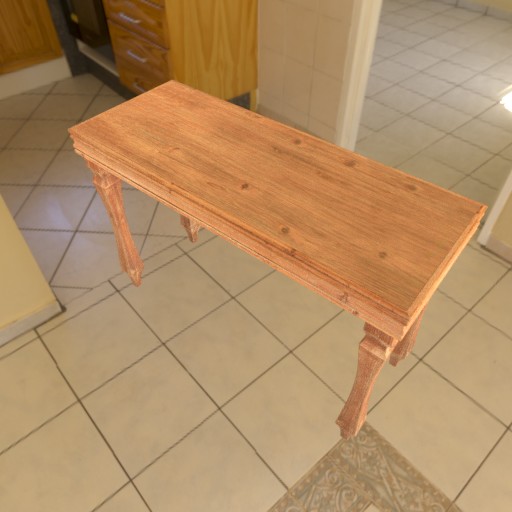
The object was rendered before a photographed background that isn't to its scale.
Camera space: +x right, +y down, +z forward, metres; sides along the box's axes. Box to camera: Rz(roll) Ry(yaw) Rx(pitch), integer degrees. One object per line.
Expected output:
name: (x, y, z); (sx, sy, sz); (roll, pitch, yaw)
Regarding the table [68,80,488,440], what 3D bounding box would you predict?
table: (0.000, 0.000, 1.762); (1.330, 0.873, 0.522); (30, 53, 26)
